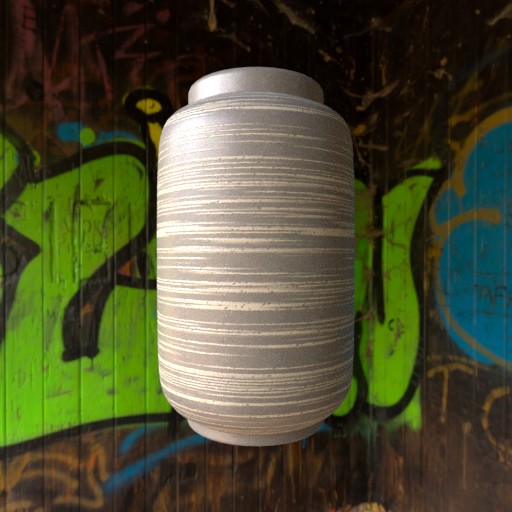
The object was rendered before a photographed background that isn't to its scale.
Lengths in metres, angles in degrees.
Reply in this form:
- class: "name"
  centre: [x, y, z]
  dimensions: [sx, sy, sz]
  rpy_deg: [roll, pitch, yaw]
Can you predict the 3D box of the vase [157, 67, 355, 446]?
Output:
- class: "vase"
  centre: [0.000, 0.000, 0.681]
  dimensions: [0.297, 0.499, 0.297]
  rpy_deg: [0, 1, 0]
